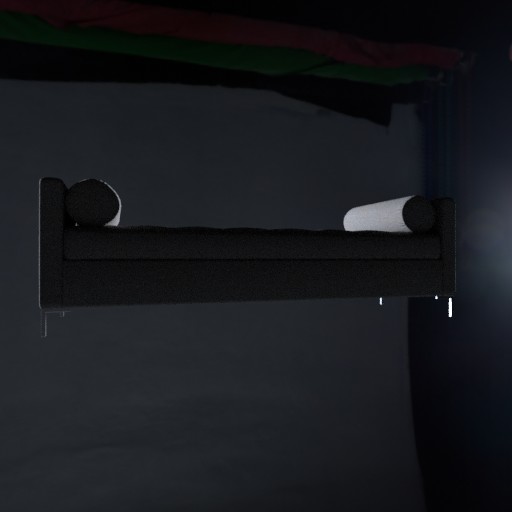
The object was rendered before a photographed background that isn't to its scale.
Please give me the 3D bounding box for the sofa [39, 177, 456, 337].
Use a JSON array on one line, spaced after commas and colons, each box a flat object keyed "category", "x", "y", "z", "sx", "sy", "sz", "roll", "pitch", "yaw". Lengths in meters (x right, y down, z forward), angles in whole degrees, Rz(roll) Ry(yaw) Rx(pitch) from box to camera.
[{"category": "sofa", "x": 0.000, "y": 0.000, "z": 2.335, "sx": 1.981, "sy": 0.635, "sz": 0.686, "roll": 0, "pitch": 0, "yaw": -18}]
